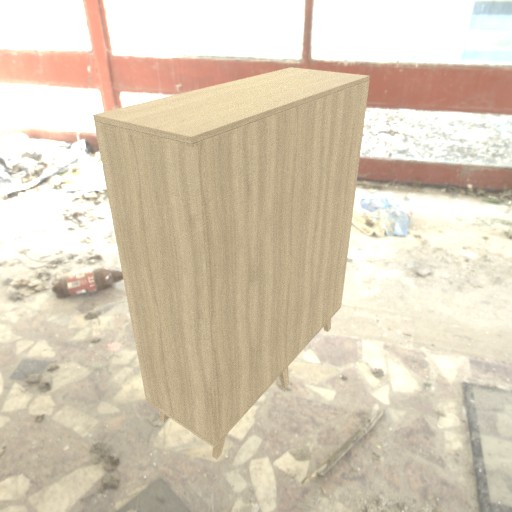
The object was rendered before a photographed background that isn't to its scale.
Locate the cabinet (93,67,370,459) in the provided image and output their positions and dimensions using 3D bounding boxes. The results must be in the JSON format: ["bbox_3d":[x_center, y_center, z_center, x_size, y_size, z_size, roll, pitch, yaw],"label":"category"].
[{"bbox_3d":[0.000,0.000,1.960,0.398,1.388,1.111,20,37,30],"label":"cabinet"}]
